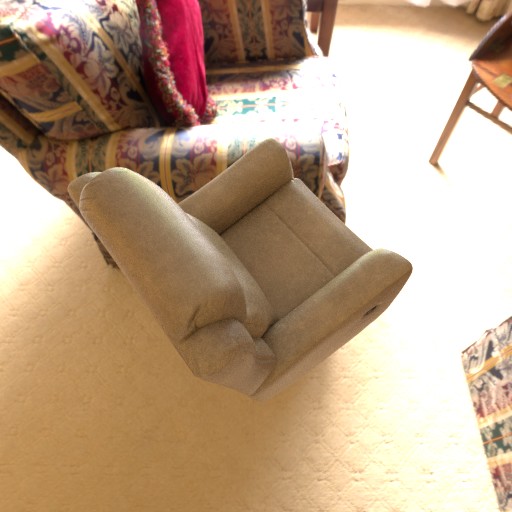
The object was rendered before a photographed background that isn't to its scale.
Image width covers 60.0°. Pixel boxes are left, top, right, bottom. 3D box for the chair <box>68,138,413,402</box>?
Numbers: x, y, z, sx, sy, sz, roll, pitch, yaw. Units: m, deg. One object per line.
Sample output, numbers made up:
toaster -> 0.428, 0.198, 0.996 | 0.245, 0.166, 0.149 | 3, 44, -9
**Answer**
chair -> 0.000, 0.000, 1.937 | 1.068, 1.116, 0.965 | -33, 64, -18
